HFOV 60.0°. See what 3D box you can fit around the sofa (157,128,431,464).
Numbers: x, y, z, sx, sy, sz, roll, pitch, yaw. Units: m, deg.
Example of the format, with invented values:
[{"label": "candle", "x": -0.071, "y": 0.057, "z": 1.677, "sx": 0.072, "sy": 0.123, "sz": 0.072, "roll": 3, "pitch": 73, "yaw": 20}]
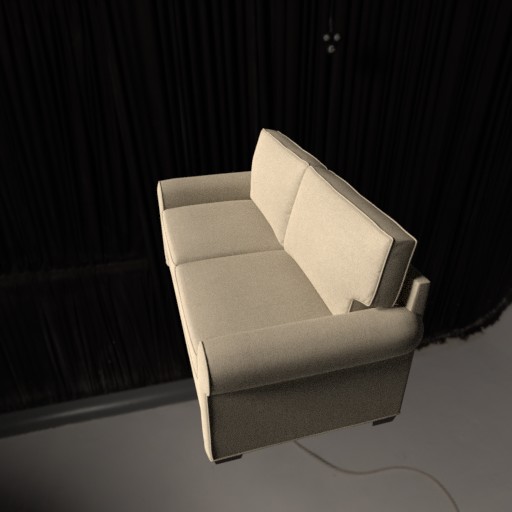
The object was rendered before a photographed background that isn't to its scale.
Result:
[{"label": "sofa", "x": 0.000, "y": 0.000, "z": 2.300, "sx": 0.861, "sy": 0.933, "sz": 1.774, "roll": -8, "pitch": 31, "yaw": -14}]
